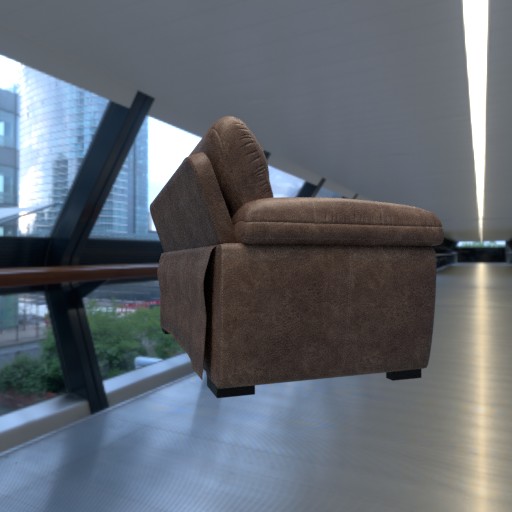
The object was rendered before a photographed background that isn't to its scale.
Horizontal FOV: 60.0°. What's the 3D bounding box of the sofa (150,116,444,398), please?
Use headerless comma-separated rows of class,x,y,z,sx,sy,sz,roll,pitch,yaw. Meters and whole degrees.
sofa,0.000,0.000,2.370,0.991,0.991,1.753,0,-1,-19
